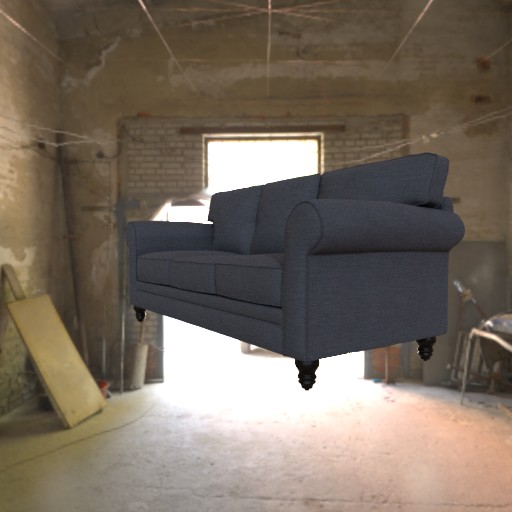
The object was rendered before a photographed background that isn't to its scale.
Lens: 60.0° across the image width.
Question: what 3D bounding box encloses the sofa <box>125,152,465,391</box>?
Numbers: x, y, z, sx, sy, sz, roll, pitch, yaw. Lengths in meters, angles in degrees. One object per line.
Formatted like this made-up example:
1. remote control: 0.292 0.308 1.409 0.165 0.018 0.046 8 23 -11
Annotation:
1. sofa: 0.000 0.000 2.613 0.909 0.966 2.084 -1 2 -35
